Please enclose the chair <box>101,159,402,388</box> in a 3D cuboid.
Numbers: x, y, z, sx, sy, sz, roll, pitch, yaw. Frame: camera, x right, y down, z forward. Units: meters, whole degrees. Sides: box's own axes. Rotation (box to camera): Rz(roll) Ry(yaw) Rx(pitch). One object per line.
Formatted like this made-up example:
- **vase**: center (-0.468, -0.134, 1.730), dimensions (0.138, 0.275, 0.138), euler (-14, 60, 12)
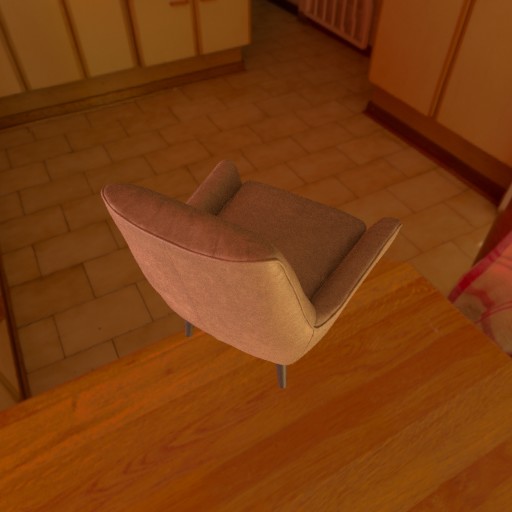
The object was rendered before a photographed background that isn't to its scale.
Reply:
- **chair**: center (0.000, 0.000, 1.549), dimensions (0.787, 0.888, 0.824), euler (23, 51, 21)
